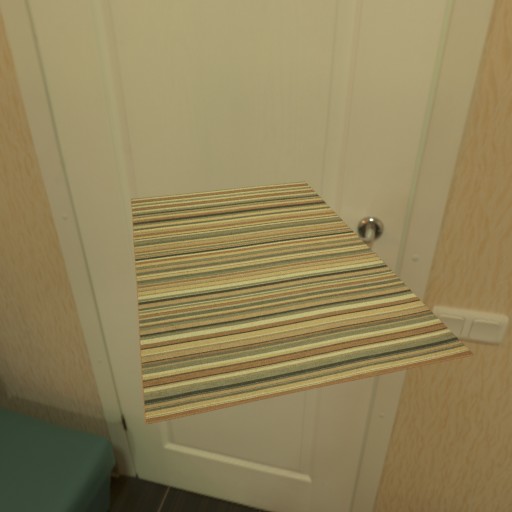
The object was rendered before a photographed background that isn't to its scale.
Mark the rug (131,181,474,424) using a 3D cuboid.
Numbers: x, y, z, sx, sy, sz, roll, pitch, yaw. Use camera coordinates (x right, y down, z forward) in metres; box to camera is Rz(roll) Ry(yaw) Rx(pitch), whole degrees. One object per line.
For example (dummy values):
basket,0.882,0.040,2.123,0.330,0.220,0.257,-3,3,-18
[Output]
rug,0.000,0.000,2.296,1.219,0.008,1.829,-8,32,-13
